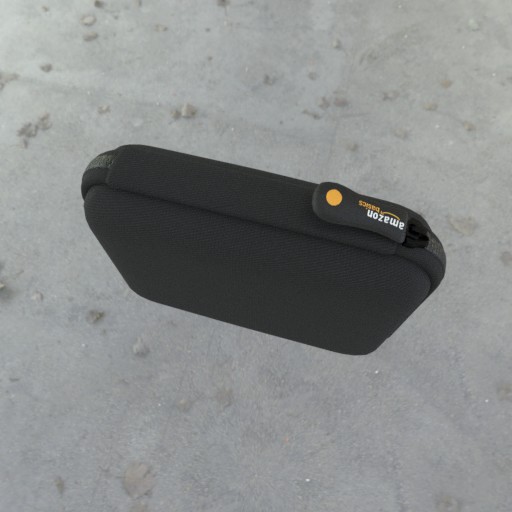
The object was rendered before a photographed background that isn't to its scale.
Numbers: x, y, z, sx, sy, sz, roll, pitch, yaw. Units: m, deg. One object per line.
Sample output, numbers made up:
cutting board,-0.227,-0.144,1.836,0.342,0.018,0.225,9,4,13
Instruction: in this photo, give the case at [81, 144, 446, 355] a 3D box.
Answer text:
case,0.000,0.000,0.178,0.132,0.105,0.038,14,65,7
